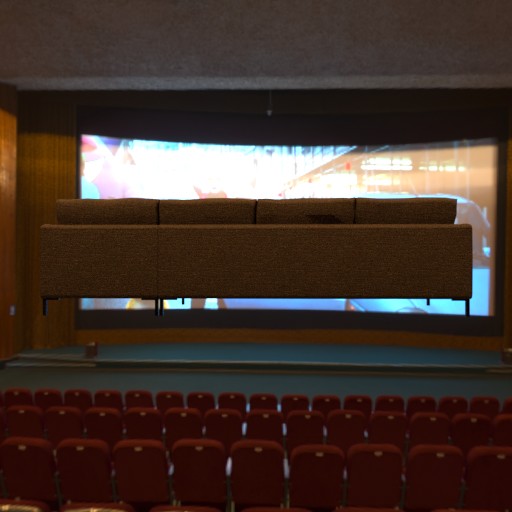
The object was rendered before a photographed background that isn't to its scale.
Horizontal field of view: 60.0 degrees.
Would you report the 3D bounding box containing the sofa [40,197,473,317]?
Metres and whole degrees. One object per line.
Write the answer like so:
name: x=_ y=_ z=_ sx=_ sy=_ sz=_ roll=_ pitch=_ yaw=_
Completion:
sofa: x=0.000 y=0.000 z=3.953 sx=3.221 sy=0.892 sz=1.483 roll=0 pitch=0 yaw=1
